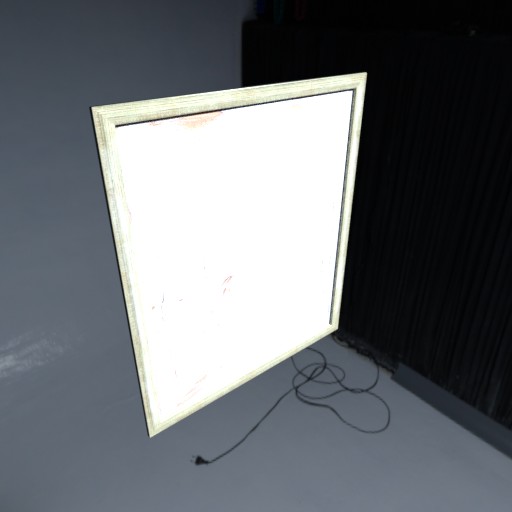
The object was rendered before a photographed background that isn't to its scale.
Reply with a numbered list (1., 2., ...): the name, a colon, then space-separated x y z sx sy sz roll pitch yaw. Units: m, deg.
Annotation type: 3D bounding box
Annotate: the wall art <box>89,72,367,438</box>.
1. wall art: 0.000 0.000 0.772 0.483 0.559 0.009 -21 36 -33
